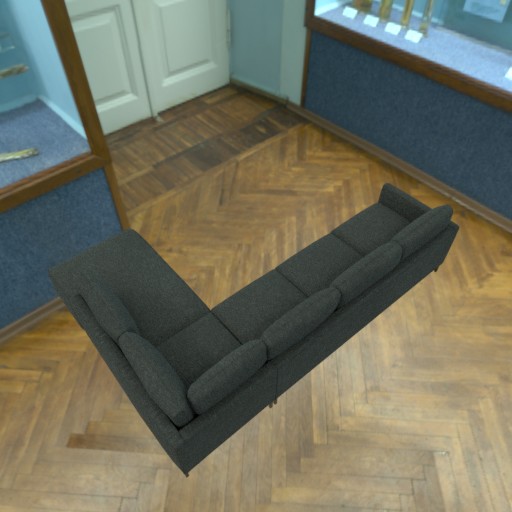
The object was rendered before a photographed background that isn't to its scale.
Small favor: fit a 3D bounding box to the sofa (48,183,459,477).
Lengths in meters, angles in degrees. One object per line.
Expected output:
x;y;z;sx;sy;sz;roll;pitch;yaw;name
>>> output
0.000;0.000;3.827;2.949;0.815;2.007;-32;55;-25;sofa
